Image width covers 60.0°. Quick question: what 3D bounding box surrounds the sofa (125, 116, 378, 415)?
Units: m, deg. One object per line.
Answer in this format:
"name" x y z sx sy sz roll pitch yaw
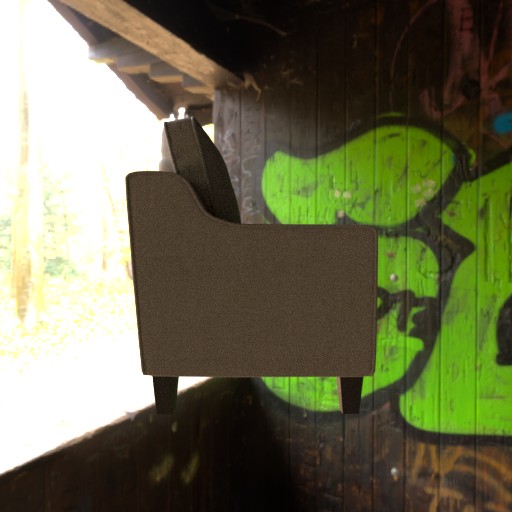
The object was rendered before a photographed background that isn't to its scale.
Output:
"sofa" 0.000 0.000 2.055 0.791 0.948 1.500 0 1 -1
